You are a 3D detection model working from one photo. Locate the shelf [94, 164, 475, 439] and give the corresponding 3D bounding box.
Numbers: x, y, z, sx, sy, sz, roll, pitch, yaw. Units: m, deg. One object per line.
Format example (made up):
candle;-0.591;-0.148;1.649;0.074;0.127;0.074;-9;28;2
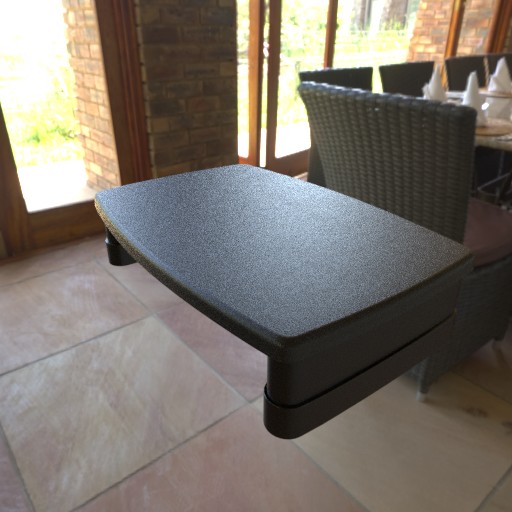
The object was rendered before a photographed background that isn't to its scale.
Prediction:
shelf;0.000;0.000;0.521;0.280;0.100;0.410;-18;32;-32
